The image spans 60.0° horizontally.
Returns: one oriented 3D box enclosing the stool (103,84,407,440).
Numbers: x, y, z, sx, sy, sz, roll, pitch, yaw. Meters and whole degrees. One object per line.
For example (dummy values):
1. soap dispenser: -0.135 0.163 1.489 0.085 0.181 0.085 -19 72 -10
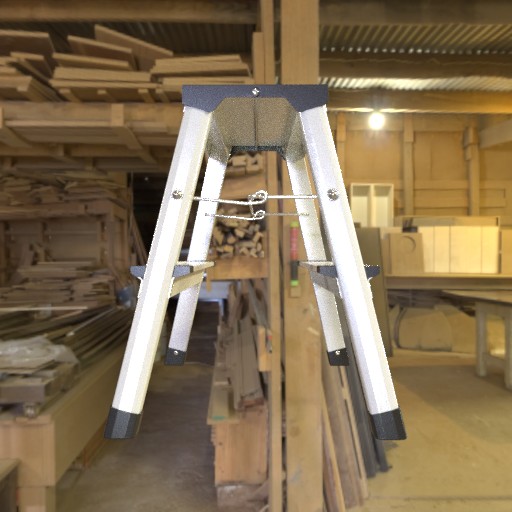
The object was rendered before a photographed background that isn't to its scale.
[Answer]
1. stool: 0.000 0.000 0.782 0.405 0.480 0.404 0 1 1
